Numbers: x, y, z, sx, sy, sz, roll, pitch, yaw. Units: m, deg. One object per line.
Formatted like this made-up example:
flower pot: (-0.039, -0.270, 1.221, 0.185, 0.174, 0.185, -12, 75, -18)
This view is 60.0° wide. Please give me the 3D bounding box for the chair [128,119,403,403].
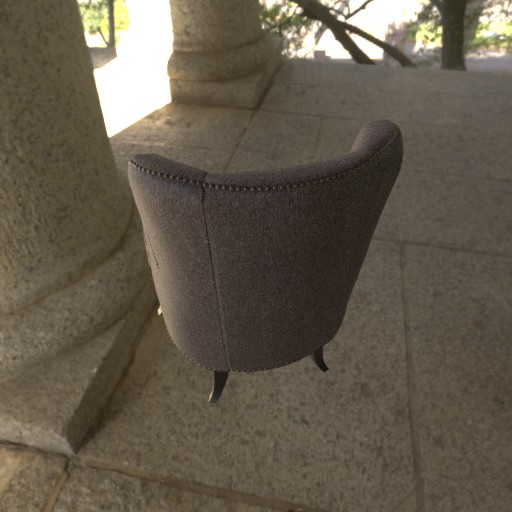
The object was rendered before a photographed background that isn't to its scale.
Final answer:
chair: (0.000, 0.000, 1.595, 0.759, 1.060, 0.758, -12, 42, -13)
